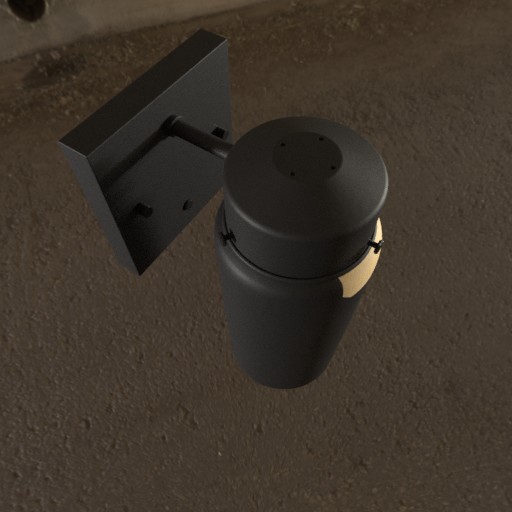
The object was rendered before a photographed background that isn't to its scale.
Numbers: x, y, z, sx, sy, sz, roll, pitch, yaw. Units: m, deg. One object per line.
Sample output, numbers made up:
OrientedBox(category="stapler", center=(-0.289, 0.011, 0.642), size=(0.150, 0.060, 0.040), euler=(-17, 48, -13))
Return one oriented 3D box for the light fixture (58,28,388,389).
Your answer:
OrientedBox(category="light fixture", center=(0.000, 0.000, 0.354), size=(0.176, 0.257, 0.130), euler=(29, 62, 17))
